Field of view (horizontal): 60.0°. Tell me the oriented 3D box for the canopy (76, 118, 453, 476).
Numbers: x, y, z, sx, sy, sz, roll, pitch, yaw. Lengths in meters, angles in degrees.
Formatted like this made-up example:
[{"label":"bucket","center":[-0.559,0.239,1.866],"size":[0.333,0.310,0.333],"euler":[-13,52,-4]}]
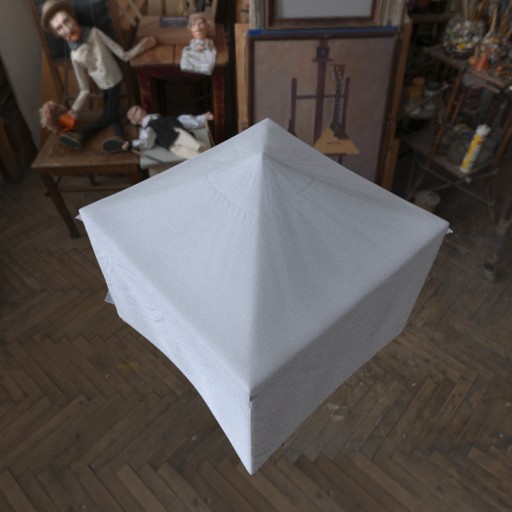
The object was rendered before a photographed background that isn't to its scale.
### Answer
[{"label":"canopy","center":[0.000,0.000,5.402],"size":[3.043,2.997,3.121],"euler":[-34,56,-27]}]
